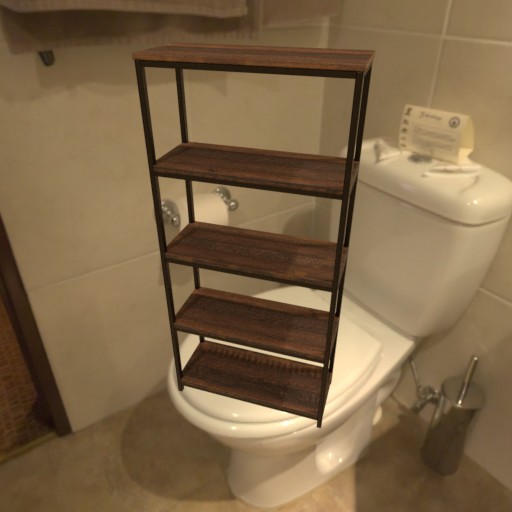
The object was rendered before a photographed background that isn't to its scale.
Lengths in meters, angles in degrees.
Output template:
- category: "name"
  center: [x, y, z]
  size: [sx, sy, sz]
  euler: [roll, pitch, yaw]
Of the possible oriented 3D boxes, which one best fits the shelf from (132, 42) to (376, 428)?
- category: "shelf"
  center: [0.000, 0.000, 2.205]
  size: [0.874, 1.860, 0.359]
  euler: [10, 33, 15]
